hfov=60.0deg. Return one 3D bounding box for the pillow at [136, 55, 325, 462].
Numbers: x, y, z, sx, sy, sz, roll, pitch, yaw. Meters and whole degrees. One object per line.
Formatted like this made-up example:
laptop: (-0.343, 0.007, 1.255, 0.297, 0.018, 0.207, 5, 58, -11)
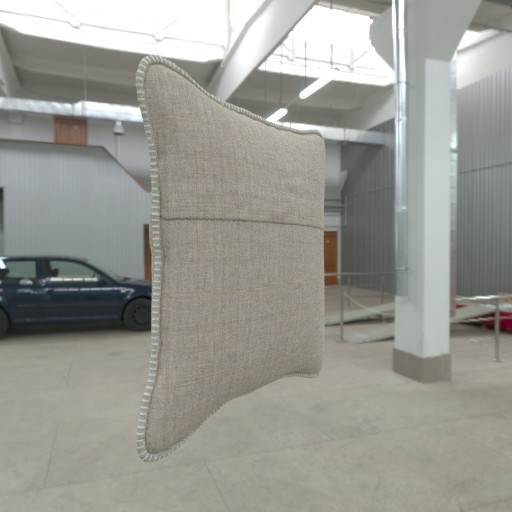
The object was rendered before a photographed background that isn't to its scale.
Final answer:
pillow: (0.000, 0.000, 0.713, 0.124, 0.494, 0.485, 1, 1, 35)
